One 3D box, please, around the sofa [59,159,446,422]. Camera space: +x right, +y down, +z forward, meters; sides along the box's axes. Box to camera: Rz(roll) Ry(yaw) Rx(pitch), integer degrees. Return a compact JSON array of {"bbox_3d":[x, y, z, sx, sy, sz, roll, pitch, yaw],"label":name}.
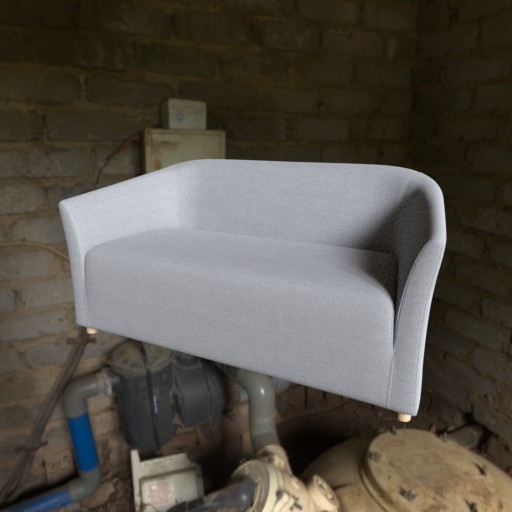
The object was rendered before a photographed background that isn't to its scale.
[{"bbox_3d":[0.000,0.000,1.819,1.452,0.721,0.705,8,18,26],"label":"sofa"}]
